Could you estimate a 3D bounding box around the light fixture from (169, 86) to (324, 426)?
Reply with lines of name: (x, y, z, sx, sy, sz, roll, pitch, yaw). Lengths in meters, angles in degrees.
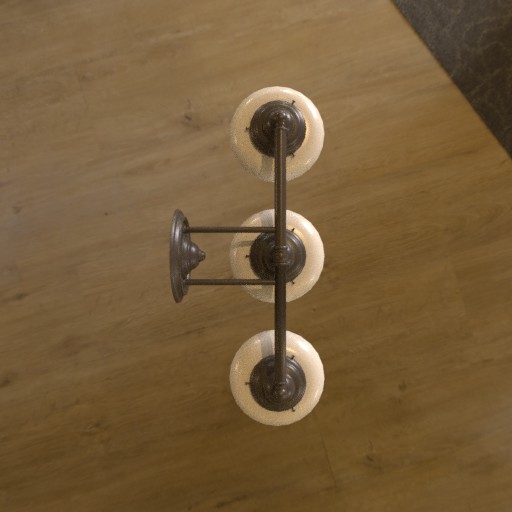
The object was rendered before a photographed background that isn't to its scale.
light fixture: (0.000, 0.000, 0.727, 0.239, 0.242, 0.587, 0, 90, -1)
